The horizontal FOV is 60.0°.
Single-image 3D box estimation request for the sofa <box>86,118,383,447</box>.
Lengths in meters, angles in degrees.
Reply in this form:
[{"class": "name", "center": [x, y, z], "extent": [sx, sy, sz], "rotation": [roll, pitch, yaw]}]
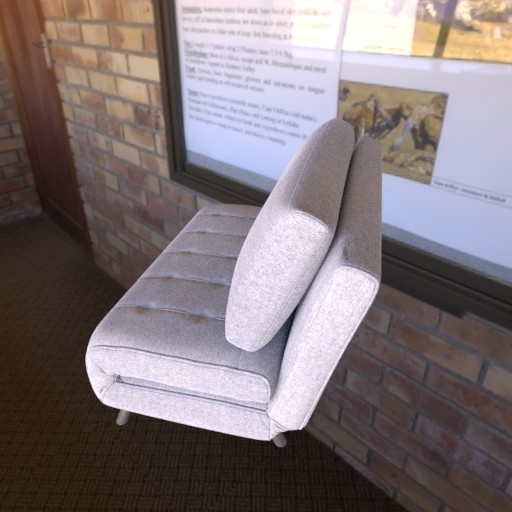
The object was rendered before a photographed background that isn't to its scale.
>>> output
[{"class": "sofa", "center": [0.000, 0.000, 1.802], "extent": [0.910, 0.910, 1.220], "rotation": [7, 30, 12]}]
